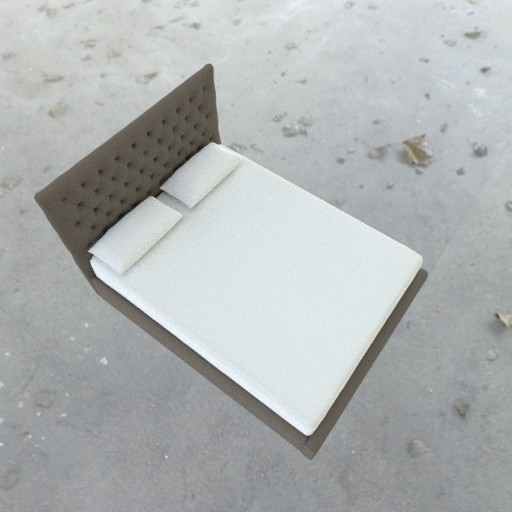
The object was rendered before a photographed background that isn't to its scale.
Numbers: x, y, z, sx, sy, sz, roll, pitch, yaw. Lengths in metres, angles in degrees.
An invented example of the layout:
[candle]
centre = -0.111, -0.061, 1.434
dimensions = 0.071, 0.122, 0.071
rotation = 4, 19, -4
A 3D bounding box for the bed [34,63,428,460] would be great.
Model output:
[bed]
centre = 0.000, 0.000, 3.328
dimensions = 2.233, 1.426, 1.696
rotation = 33, 63, 19
